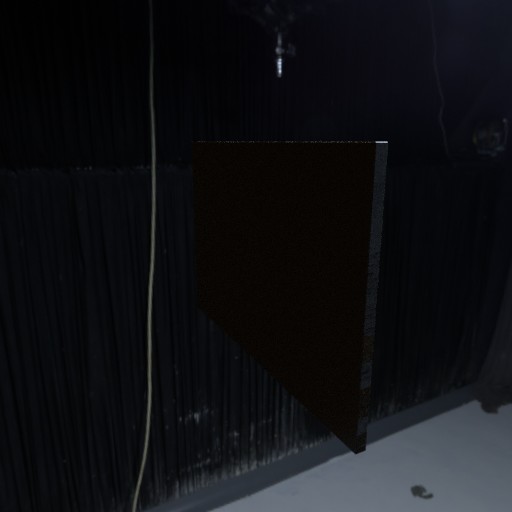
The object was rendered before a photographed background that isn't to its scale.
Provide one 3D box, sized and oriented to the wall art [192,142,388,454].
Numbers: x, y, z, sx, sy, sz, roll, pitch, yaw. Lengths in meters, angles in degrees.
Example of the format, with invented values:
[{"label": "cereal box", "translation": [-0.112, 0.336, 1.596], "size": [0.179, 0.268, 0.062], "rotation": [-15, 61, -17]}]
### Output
[{"label": "wall art", "translation": [0.000, 0.000, 1.224], "size": [0.027, 0.610, 0.932], "rotation": [-7, 16, -26]}]
